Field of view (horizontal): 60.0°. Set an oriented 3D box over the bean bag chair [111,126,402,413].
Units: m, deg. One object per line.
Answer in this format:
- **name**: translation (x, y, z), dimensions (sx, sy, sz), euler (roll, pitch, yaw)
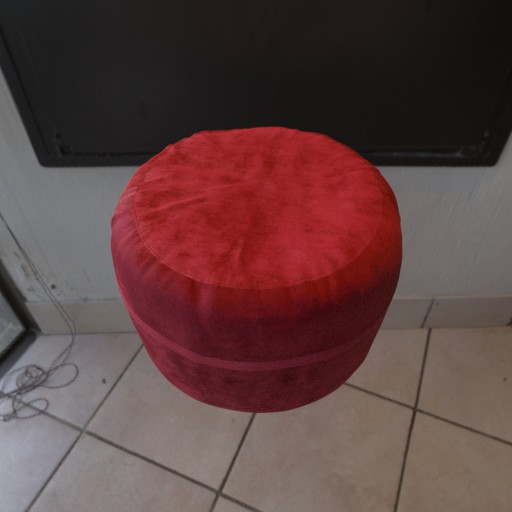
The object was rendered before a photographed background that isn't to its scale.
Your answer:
- **bean bag chair**: translation (0.000, 0.000, 1.980), dimensions (1.219, 0.762, 1.219), euler (0, 46, 0)
